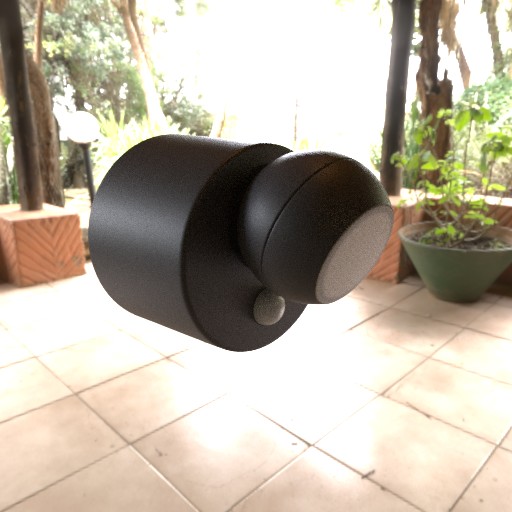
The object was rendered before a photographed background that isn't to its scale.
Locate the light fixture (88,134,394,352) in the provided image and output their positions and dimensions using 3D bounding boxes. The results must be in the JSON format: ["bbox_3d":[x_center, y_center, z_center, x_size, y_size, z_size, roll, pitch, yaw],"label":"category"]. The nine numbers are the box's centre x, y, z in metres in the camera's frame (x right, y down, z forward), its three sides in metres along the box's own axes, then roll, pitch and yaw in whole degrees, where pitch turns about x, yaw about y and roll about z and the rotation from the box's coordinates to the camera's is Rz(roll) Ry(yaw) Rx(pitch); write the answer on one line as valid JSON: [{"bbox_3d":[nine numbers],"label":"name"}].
[{"bbox_3d":[0.000,0.000,0.268,0.160,0.143,0.134,14,21,42],"label":"light fixture"}]
